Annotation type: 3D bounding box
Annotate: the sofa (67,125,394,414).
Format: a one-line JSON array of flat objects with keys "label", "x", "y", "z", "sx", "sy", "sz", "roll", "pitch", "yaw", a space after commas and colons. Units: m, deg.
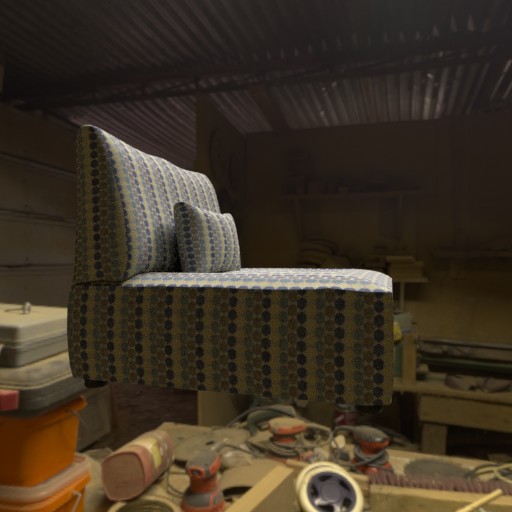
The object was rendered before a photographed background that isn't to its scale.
[{"label": "sofa", "x": 0.000, "y": 0.000, "z": 1.692, "sx": 1.000, "sy": 0.830, "sz": 0.930, "roll": 0, "pitch": 0, "yaw": 17}]
